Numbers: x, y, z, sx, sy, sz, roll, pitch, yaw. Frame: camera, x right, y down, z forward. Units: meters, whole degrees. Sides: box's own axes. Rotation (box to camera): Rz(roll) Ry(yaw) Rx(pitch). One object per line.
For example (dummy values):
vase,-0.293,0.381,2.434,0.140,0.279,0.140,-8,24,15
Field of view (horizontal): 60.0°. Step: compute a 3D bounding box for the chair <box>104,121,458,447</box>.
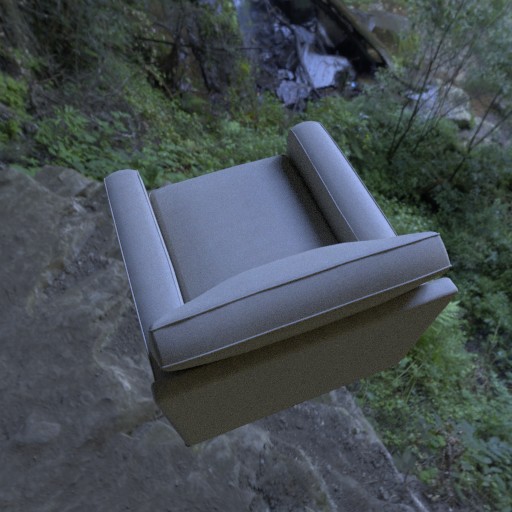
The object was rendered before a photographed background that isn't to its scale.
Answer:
chair,0.000,0.000,1.804,0.998,0.913,1.043,-18,59,-11
